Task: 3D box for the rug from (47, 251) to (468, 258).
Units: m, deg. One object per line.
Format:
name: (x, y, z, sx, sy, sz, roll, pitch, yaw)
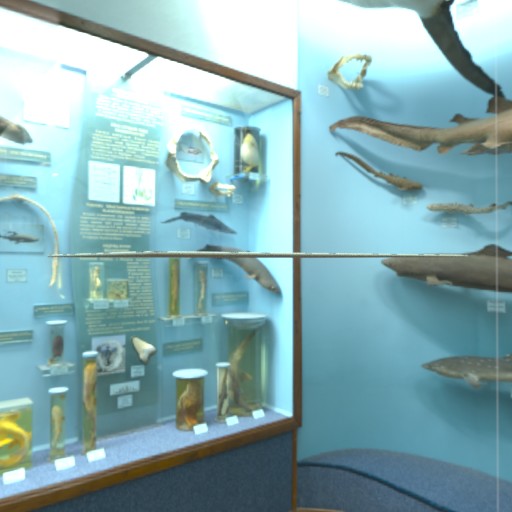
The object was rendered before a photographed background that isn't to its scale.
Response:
rug: (0.000, 0.000, 3.838, 2.910, 0.021, 2.211, 0, -1, -36)
